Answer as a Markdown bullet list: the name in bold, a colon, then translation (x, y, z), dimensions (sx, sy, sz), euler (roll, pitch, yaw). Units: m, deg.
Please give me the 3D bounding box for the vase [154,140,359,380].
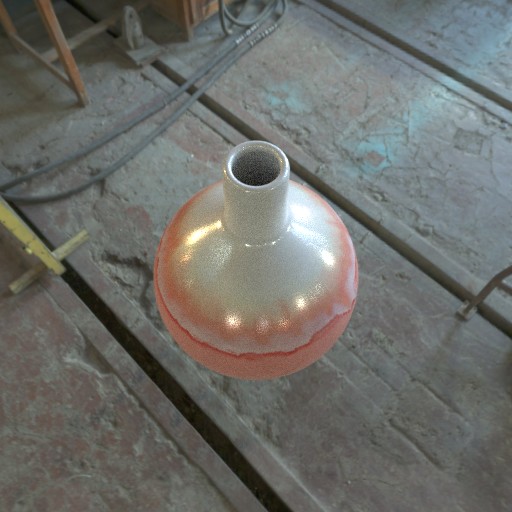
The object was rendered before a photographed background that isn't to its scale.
- **vase**: translation (0.000, 0.000, 0.276), dimensions (0.137, 0.176, 0.137), euler (0, 62, 0)
